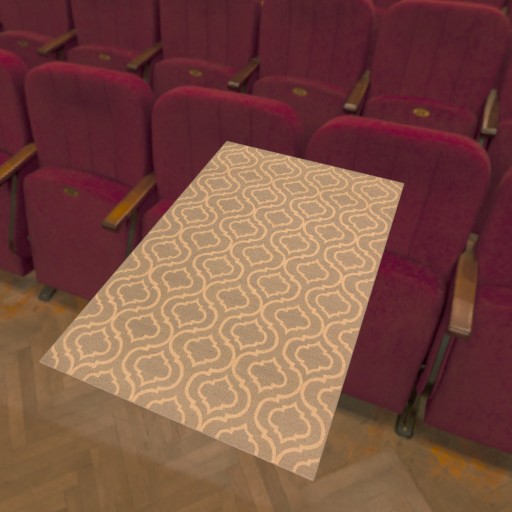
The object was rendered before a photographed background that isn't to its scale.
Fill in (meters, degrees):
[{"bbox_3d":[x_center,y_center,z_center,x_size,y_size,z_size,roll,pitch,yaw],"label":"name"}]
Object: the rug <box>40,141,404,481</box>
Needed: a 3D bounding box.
[{"bbox_3d":[0.000,0.000,2.170,1.141,0.015,1.749,17,48,15],"label":"rug"}]
